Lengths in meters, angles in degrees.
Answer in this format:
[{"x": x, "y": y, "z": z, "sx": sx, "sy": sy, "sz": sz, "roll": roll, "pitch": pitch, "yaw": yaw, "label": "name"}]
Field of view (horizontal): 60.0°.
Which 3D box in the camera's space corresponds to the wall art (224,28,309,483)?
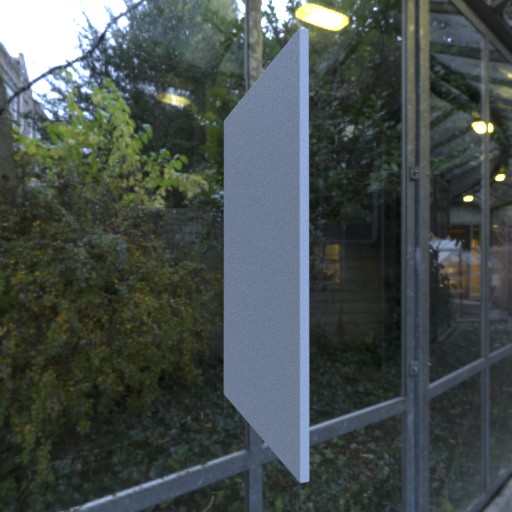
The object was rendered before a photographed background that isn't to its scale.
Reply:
[{"x": 0.000, "y": 0.000, "z": 0.626, "sx": 0.011, "sy": 0.482, "sz": 0.329, "roll": 0, "pitch": -1, "yaw": -18, "label": "wall art"}]
